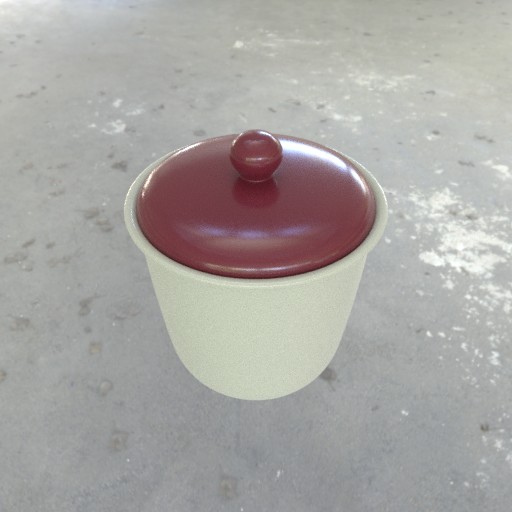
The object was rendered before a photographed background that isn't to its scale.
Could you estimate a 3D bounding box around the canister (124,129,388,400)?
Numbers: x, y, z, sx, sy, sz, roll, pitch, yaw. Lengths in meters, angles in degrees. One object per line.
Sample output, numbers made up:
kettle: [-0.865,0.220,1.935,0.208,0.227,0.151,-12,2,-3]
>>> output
canister: [0.000,0.000,0.351,0.182,0.208,0.182,0,42,0]
